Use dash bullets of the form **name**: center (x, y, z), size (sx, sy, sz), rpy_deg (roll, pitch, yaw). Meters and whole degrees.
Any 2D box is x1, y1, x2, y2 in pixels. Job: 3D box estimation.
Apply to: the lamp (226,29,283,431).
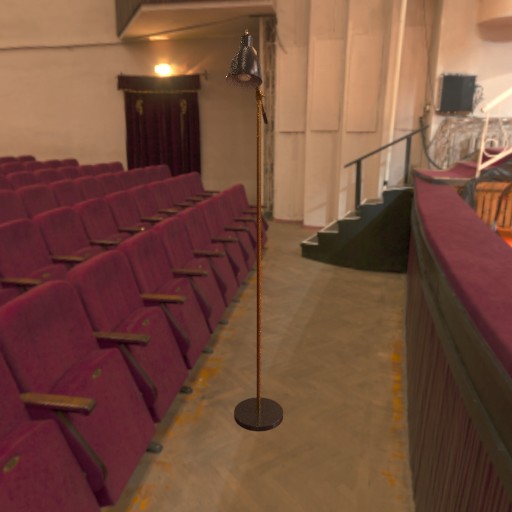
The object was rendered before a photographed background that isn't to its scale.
- **lamp**: center (0.000, 0.000, 1.838), size (0.235, 1.628, 0.618), rpy_deg (2, 15, 9)
